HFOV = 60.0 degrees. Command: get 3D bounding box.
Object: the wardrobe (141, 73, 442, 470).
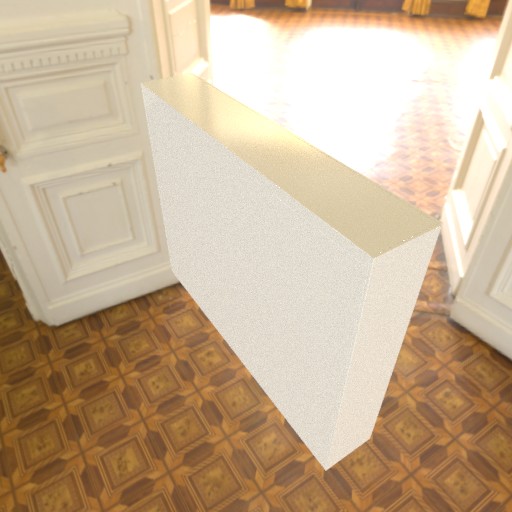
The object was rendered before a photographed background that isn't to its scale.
[{"bbox_3d":[0.000,0.000,4.047,0.580,2.360,3.000,-23,46,-25],"label":"wardrobe"}]
